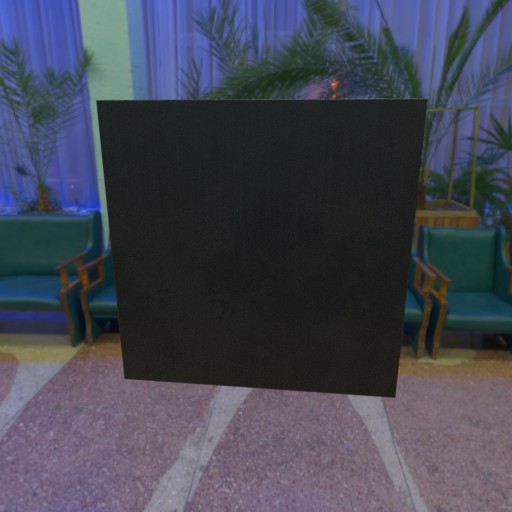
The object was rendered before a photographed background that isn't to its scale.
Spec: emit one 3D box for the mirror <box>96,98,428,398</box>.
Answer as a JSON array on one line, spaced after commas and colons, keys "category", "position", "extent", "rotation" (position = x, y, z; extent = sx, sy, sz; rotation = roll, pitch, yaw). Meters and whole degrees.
[{"category": "mirror", "position": [0.000, 0.000, 0.571], "extent": [0.382, 0.381, 0.020], "rotation": [2, 17, 7]}]
